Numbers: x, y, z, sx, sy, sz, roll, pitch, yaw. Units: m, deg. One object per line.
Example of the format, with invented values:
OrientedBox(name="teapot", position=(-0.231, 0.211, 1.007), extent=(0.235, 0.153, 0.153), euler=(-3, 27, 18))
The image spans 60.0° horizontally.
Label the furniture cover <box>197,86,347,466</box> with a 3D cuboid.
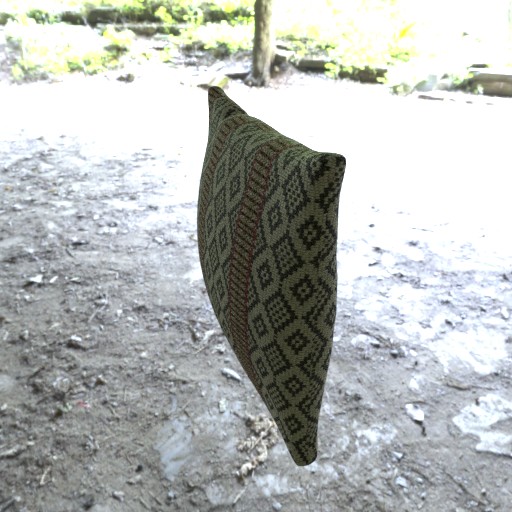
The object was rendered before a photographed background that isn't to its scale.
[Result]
OrientedBox(name="furniture cover", position=(0.000, 0.000, 0.787), extent=(0.182, 0.506, 0.503), euler=(-10, 31, -17))
